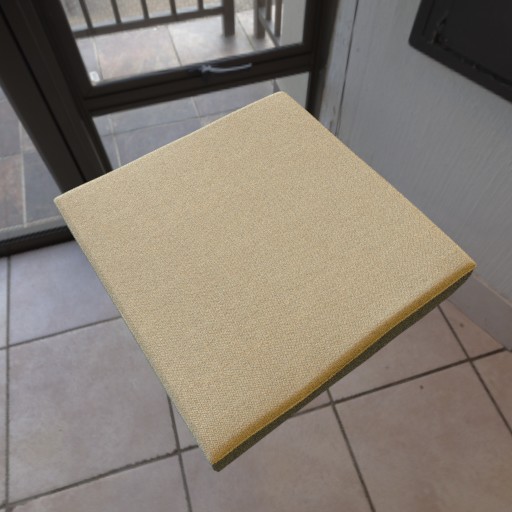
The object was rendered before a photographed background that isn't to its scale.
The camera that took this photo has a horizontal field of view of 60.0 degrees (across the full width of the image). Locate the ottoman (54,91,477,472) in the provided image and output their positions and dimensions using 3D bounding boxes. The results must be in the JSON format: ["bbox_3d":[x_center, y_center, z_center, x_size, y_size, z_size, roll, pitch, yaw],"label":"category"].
[{"bbox_3d":[0.000,0.000,1.540,0.968,0.379,1.004,-31,63,-18],"label":"ottoman"}]
